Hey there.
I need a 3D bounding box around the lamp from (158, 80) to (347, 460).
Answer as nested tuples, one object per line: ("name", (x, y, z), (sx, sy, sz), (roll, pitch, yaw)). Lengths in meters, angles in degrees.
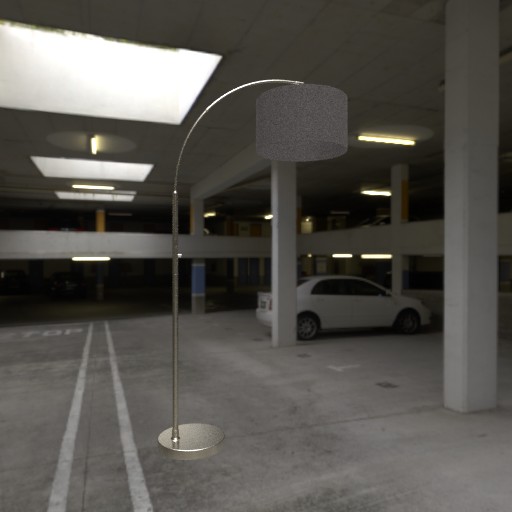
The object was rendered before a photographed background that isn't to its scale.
("lamp", (0.000, 0.000, 2.140), (0.934, 1.735, 0.452), (0, 0, -20))
